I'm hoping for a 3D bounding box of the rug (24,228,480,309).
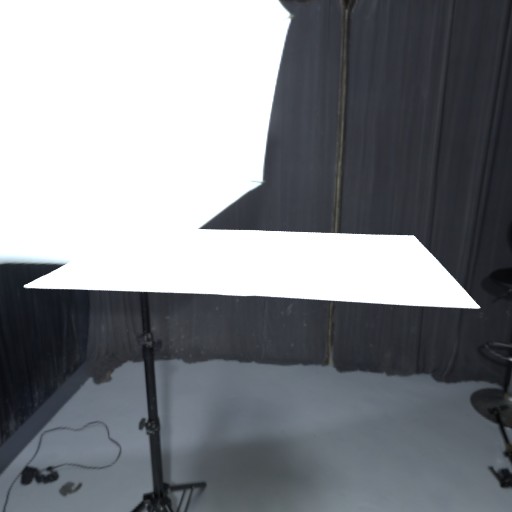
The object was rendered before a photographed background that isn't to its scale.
[{"bbox_3d":[0.000,0.000,2.236,1.773,0.021,1.149,2,16,7],"label":"rug"}]
